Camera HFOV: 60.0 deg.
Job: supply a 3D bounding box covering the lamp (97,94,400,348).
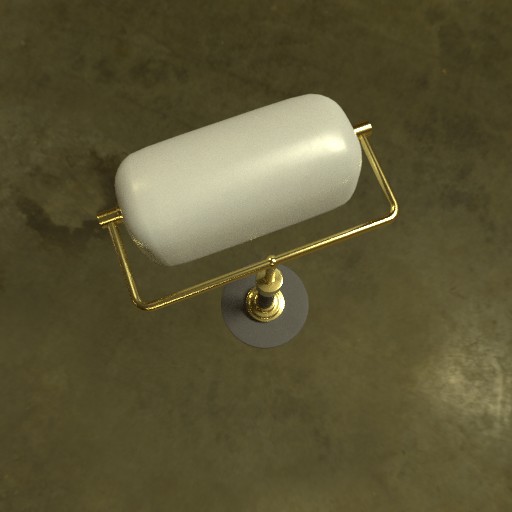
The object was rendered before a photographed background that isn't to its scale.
[{"bbox_3d":[0.000,0.000,0.556,0.269,0.404,0.227,-20,78,-4],"label":"lamp"}]
